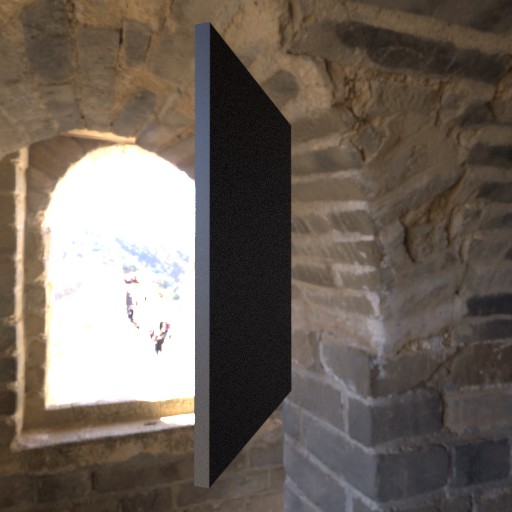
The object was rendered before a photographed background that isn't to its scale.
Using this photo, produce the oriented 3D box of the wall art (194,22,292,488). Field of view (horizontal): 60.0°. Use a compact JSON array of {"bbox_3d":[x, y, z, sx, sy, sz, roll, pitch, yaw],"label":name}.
[{"bbox_3d":[0.000,0.000,1.398,0.038,1.062,0.806,0,-1,18],"label":"wall art"}]
